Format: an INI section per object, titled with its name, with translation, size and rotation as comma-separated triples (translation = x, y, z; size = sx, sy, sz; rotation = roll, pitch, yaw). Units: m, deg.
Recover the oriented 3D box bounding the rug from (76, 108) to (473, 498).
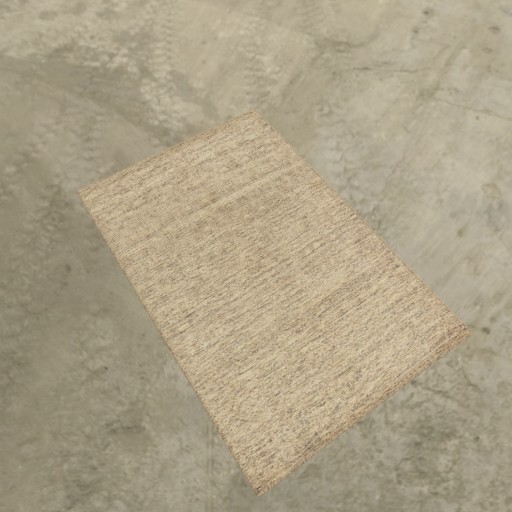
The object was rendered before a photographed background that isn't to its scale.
[rug]
translation = 0.000, 0.000, 2.277
size = 1.211, 0.018, 1.822
rotation = -30, 64, -16
